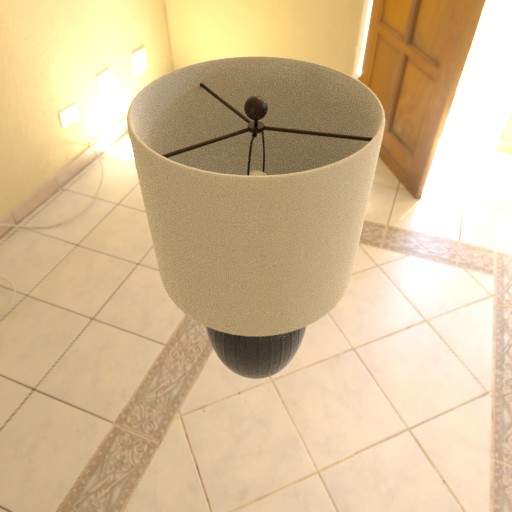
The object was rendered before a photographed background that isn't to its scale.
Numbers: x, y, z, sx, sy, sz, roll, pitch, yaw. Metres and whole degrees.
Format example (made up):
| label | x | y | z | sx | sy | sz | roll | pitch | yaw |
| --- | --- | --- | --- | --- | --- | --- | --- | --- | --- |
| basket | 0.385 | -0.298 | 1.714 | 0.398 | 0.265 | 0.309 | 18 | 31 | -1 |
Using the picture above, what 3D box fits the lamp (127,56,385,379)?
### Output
| label | x | y | z | sx | sy | sz | roll | pitch | yaw |
| --- | --- | --- | --- | --- | --- | --- | --- | --- | --- |
| lamp | 0.000 | 0.000 | 0.763 | 0.329 | 0.570 | 0.329 | 9 | 45 | 9 |
